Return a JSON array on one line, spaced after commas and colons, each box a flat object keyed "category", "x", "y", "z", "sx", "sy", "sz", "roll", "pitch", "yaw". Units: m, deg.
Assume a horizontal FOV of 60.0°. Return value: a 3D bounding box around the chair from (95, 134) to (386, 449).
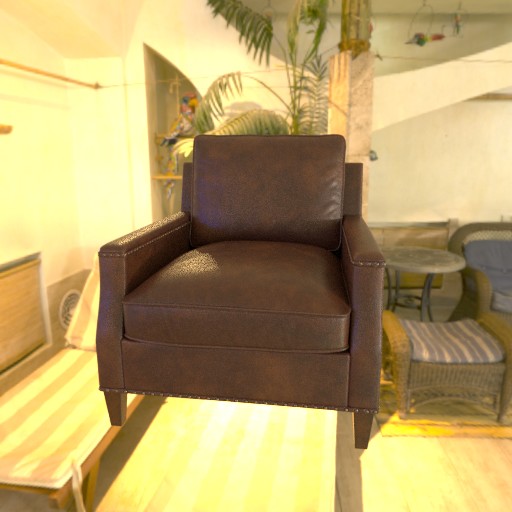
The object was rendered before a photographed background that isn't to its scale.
[{"category": "chair", "x": 0.000, "y": 0.000, "z": 1.693, "sx": 0.853, "sy": 0.929, "sz": 1.014, "roll": 2, "pitch": 13, "yaw": 8}]
